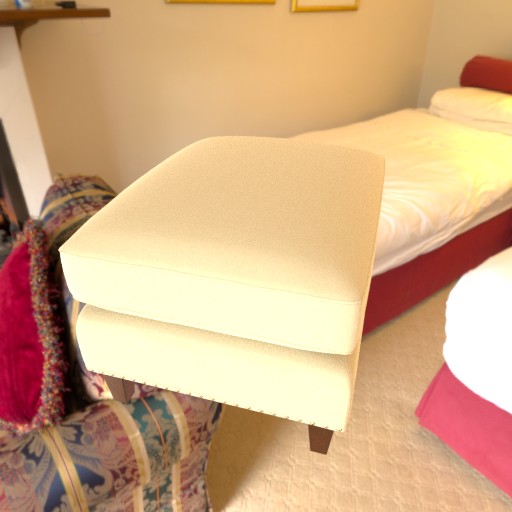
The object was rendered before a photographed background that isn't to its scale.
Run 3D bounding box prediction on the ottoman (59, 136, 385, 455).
[{"bbox_3d":[0.000,0.000,1.147,0.584,0.513,0.741,9,32,14],"label":"ottoman"}]
